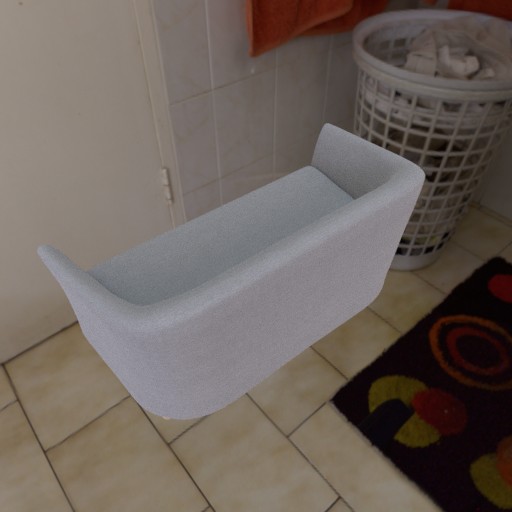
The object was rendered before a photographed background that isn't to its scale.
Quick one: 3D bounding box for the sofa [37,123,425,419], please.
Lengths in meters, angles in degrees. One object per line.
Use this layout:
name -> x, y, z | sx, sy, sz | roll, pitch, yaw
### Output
sofa -> 0.000, 0.000, 1.850 | 1.452, 0.721, 0.705 | -29, 52, -26
